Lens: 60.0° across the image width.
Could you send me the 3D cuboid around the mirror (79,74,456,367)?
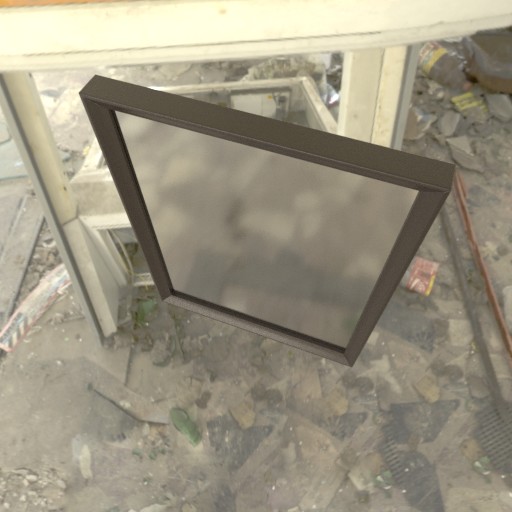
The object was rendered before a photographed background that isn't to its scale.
[{"bbox_3d":[0.000,0.000,0.677,0.406,0.509,0.041,17,59,11],"label":"mirror"}]
